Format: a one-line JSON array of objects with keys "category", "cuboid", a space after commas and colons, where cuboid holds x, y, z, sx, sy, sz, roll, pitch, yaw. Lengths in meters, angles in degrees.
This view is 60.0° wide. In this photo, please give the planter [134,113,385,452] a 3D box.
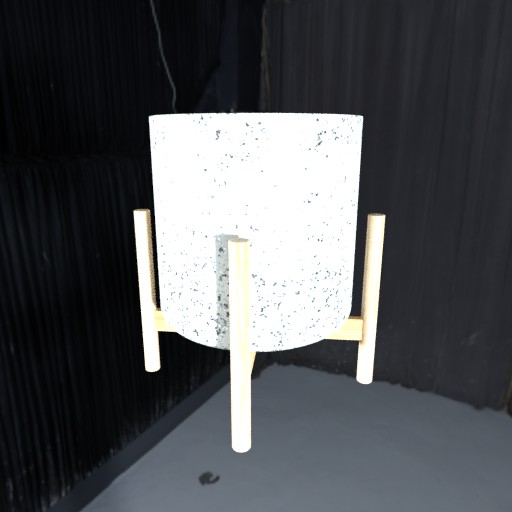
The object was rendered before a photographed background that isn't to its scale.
[{"category": "planter", "cuboid": [0.000, 0.000, 0.701, 0.360, 0.419, 0.360, 8, 18, 27]}]
